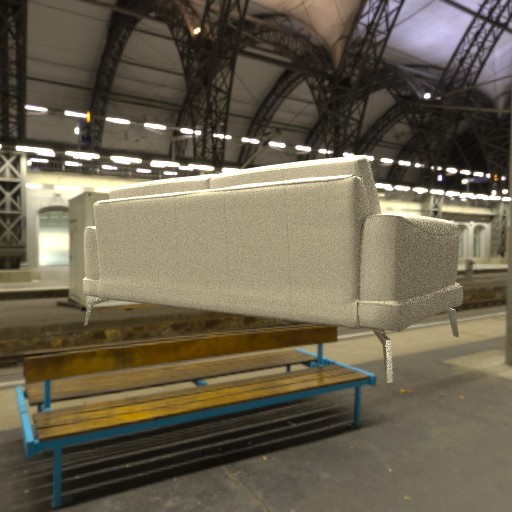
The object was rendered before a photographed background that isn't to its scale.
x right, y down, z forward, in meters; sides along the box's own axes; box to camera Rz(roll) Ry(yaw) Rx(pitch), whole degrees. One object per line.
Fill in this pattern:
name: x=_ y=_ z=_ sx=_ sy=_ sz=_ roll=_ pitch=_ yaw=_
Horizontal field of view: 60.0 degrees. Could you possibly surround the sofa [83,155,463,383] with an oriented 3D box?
sofa: x=0.000 y=0.000 z=2.731 sx=2.177 sy=0.930 sz=1.121 roll=1 pitch=2 yaw=37
